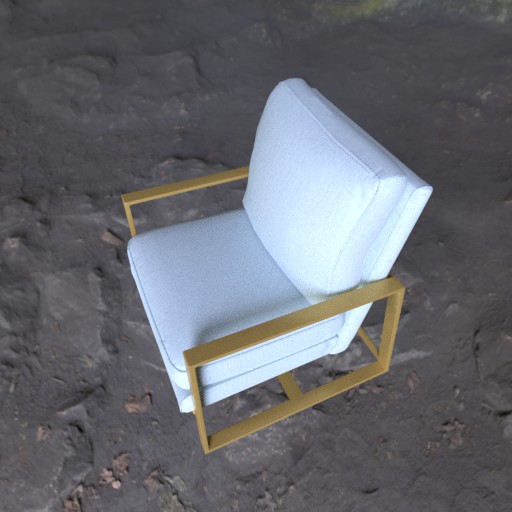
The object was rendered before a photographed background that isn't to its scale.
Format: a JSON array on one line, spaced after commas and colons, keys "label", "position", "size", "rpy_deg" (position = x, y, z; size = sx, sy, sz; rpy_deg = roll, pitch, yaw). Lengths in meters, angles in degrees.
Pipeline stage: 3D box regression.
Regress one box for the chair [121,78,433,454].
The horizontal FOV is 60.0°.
[{"label": "chair", "position": [0.000, 0.000, 1.533], "size": [0.813, 0.956, 0.758], "rpy_deg": [-18, 49, -17]}]
